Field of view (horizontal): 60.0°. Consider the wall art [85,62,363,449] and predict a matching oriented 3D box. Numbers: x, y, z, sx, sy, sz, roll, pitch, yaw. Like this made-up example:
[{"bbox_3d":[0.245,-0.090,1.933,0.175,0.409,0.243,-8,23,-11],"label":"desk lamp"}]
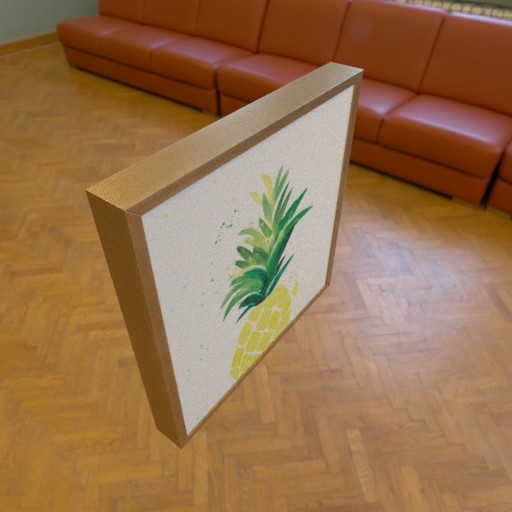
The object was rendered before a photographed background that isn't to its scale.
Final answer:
[{"bbox_3d":[0.000,0.000,0.462,0.038,0.305,0.306,27,48,27],"label":"wall art"}]
